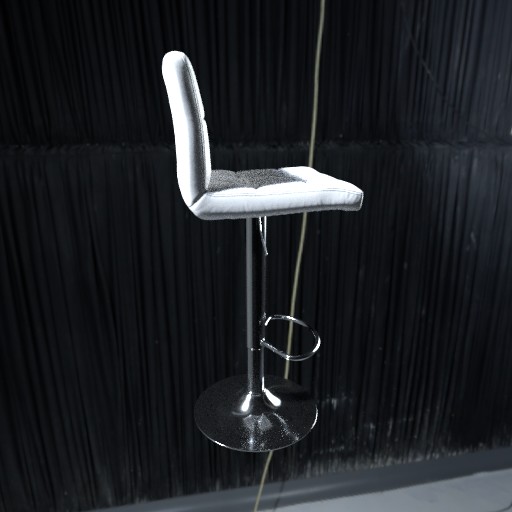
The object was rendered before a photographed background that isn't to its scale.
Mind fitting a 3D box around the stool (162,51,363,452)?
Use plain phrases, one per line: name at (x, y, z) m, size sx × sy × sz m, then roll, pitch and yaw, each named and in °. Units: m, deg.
stool at (0.000, 0.000, 1.377) m, size 0.505 × 1.115 × 0.430 m, roll -3°, pitch 17°, yaw -10°
